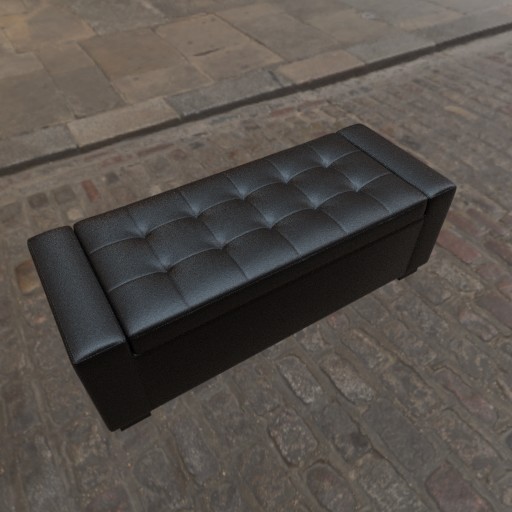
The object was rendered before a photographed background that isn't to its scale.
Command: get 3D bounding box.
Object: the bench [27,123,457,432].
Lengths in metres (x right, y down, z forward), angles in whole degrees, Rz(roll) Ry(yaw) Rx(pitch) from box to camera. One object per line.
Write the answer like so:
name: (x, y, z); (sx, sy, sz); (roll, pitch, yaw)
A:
bench: (0.000, 0.000, 1.540); (1.296, 0.445, 0.508); (-24, 50, -22)
